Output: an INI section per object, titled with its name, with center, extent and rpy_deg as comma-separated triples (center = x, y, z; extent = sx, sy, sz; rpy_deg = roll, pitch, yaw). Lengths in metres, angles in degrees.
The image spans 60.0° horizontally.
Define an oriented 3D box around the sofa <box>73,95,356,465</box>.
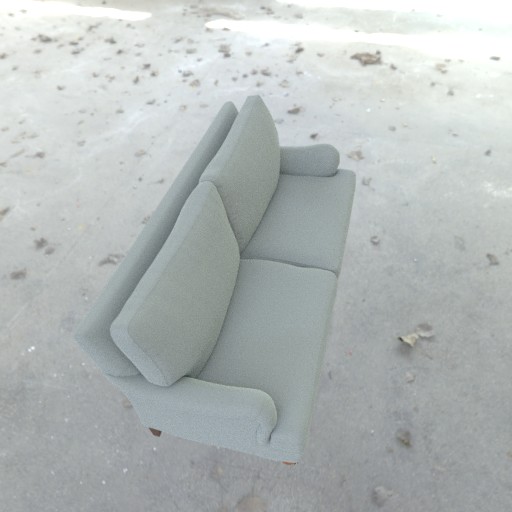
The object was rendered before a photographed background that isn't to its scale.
[sofa]
center = 0.000, 0.000, 2.797
extent = 1.069, 1.096, 2.193
rpy_deg = 11, 48, 10
